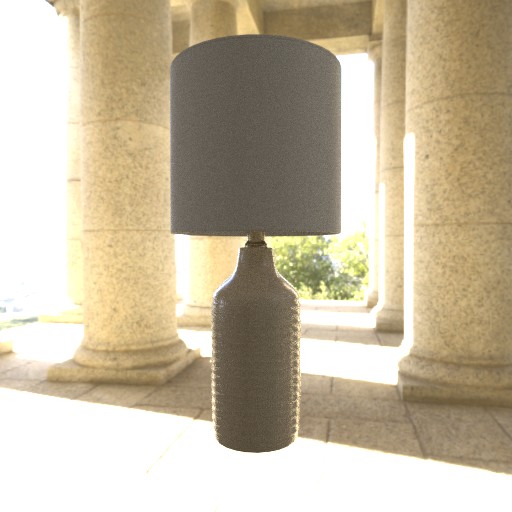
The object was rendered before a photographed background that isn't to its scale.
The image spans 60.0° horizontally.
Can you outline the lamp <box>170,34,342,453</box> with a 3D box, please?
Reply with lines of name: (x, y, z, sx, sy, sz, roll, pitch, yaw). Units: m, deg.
lamp: (0.000, 0.000, 0.584, 0.220, 0.475, 0.220, 0, 1, -18)
